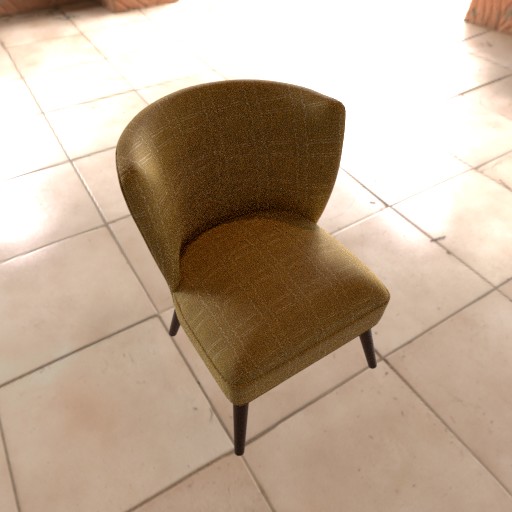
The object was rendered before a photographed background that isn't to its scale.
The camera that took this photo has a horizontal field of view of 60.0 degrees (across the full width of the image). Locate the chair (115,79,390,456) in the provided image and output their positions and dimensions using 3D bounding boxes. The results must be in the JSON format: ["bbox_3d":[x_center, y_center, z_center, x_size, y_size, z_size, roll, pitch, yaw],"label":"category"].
[{"bbox_3d":[0.000,0.000,1.446,0.706,0.866,0.758,-25,51,-22],"label":"chair"}]
